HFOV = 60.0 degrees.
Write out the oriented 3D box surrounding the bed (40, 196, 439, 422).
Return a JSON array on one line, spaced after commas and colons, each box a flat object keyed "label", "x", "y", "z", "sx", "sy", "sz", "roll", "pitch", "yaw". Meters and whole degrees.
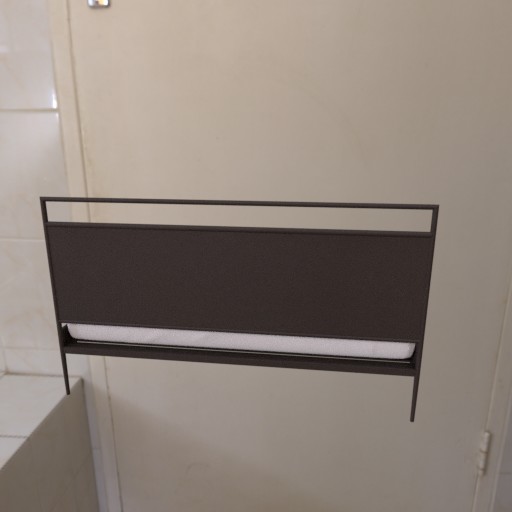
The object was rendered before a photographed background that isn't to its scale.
[{"label": "bed", "x": 0.000, "y": 0.000, "z": 3.357, "sx": 1.993, "sy": 1.173, "sz": 2.151, "roll": 2, "pitch": 16, "yaw": 7}]
